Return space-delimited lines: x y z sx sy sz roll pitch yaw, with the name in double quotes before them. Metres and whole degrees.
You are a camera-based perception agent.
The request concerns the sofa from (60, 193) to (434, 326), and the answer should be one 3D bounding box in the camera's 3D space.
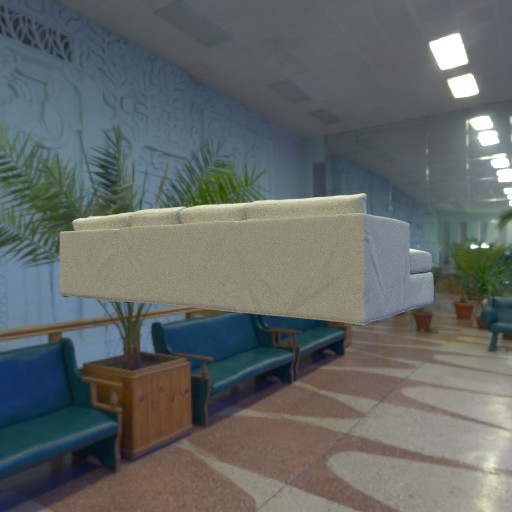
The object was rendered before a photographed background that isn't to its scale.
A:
"sofa" 0.000 0.000 4.693 3.464 0.882 2.448 0 0 35
